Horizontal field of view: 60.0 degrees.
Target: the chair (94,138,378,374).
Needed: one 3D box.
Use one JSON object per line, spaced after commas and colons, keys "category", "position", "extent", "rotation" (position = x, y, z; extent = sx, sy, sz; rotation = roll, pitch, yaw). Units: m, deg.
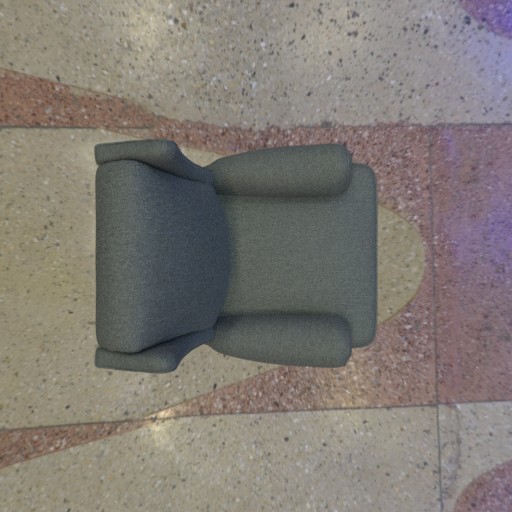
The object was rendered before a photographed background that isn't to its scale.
{"category": "chair", "position": [0.000, 0.000, 1.732], "extent": [0.969, 1.011, 0.847], "rotation": [0, 90, -1]}
